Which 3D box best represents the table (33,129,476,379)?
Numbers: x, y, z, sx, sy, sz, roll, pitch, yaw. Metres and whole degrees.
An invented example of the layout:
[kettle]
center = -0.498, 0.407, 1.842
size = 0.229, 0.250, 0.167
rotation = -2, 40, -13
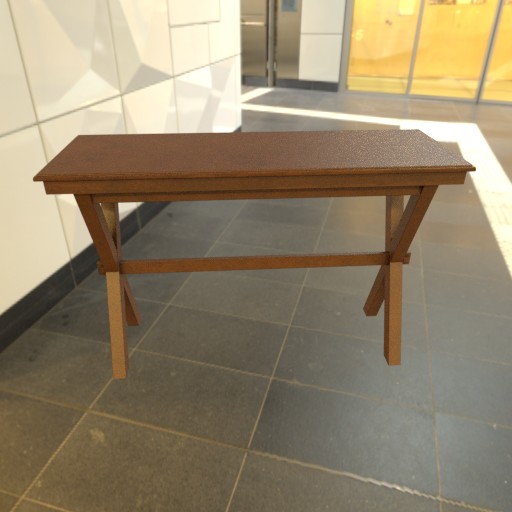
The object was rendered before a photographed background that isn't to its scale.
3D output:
[table]
center = 0.000, 0.000, 1.553
size = 1.197, 0.763, 0.399
rotation = -2, 30, -3
